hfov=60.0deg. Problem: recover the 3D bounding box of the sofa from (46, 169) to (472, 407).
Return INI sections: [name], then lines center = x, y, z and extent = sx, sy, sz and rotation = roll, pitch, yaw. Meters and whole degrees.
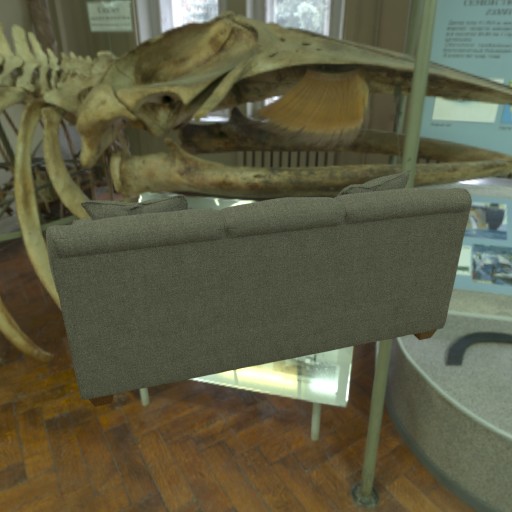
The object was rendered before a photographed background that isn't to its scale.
[sofa]
center = 0.000, 0.000, 2.566
extent = 2.024, 0.958, 0.997
rotation = -7, 26, -15
